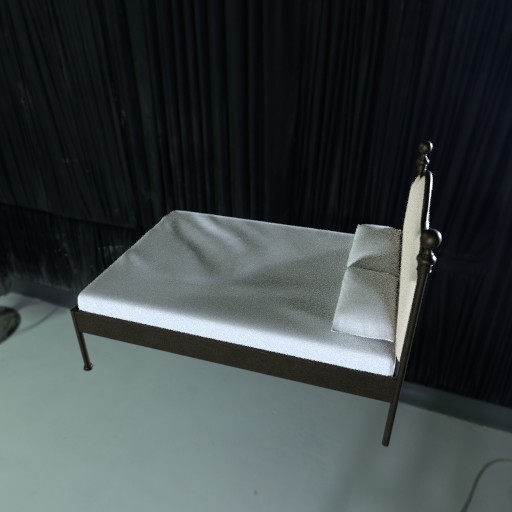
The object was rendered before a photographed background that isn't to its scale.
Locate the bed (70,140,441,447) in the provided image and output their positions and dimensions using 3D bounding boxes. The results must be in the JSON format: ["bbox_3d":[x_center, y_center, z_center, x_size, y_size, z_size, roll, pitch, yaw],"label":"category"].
[{"bbox_3d":[0.000,0.000,3.180,2.170,1.462,1.533,9,32,15],"label":"bed"}]
